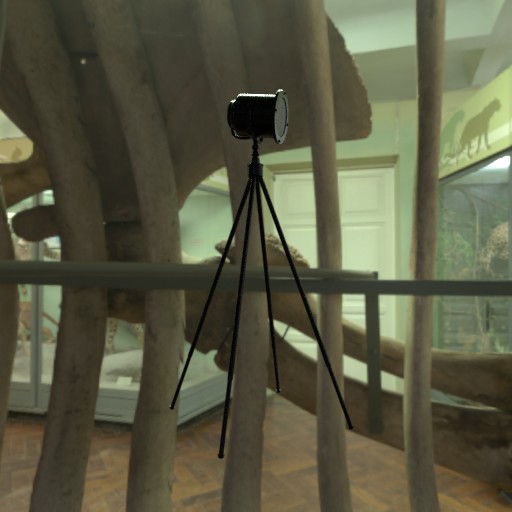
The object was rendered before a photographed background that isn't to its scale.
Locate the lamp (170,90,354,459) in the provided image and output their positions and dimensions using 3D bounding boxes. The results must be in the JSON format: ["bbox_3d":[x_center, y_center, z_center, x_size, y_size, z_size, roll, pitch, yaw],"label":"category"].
[{"bbox_3d":[0.000,0.000,2.051,0.884,1.504,0.879,0,-1,17],"label":"lamp"}]
